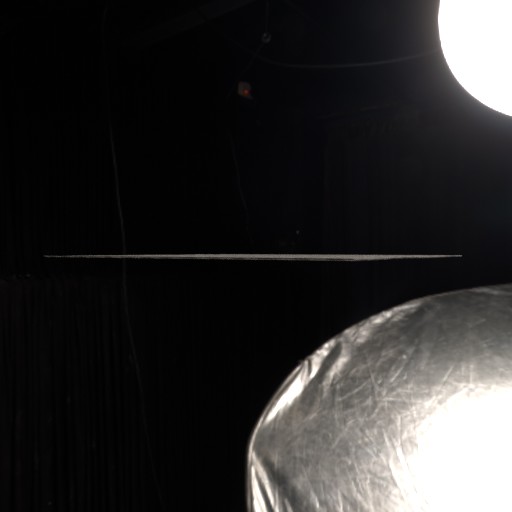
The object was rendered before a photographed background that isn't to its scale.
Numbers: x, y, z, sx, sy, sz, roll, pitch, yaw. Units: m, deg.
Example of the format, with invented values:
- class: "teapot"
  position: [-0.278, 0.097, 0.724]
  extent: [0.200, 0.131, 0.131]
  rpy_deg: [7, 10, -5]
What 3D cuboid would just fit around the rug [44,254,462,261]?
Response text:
- class: "rug"
  position: [0.000, 0.000, 4.091]
  extent: [3.021, 0.013, 2.432]
  rpy_deg: [0, 1, 37]
